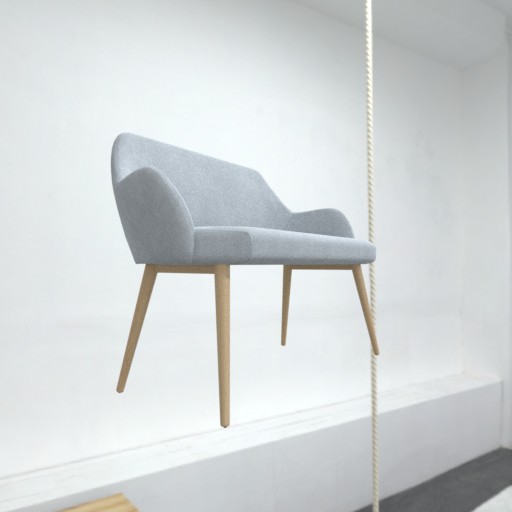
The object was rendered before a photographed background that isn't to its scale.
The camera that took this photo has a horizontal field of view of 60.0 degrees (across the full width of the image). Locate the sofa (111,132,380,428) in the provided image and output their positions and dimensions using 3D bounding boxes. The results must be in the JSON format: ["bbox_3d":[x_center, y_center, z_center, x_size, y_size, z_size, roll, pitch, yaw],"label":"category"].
[{"bbox_3d":[0.000,0.000,1.640,0.610,0.840,1.150,-1,-1,35],"label":"sofa"}]
